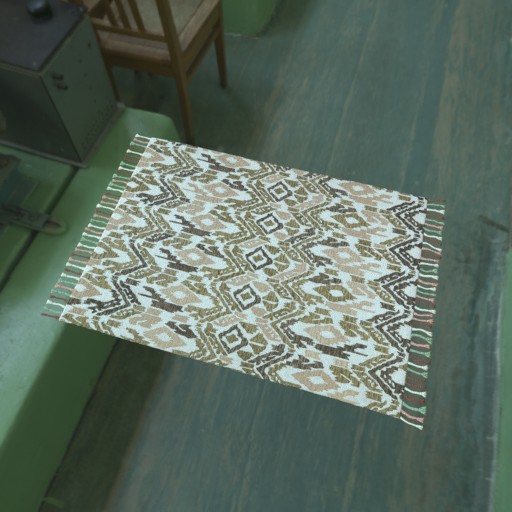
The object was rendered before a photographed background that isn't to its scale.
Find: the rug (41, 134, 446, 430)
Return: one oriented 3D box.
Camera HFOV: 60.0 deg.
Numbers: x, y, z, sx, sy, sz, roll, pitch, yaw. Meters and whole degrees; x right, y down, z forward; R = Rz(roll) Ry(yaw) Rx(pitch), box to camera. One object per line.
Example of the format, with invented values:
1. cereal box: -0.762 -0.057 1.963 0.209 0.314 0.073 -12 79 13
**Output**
1. rug: 0.000 0.000 2.263 1.829 0.008 1.219 14 64 7
